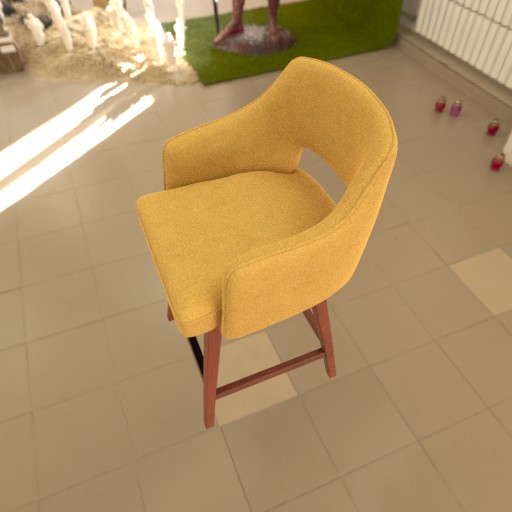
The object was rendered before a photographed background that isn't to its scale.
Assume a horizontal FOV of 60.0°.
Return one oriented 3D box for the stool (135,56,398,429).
[{"bbox_3d":[0.000,0.000,1.266,0.558,0.924,0.548,-17,50,-15],"label":"stool"}]
